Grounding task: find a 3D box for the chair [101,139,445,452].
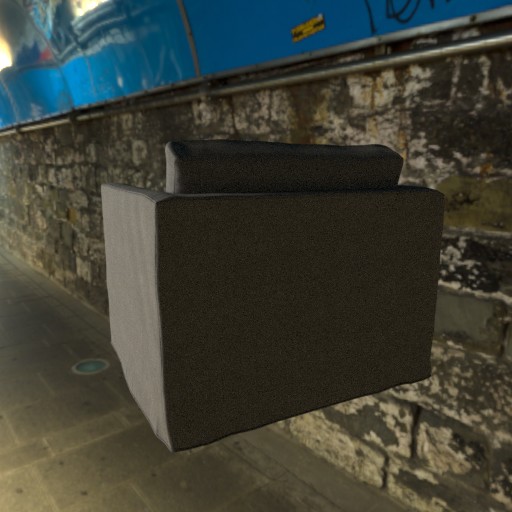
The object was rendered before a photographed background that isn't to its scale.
[{"bbox_3d":[0.000,0.000,1.762,1.057,0.863,0.949,-6,13,-26],"label":"chair"}]
